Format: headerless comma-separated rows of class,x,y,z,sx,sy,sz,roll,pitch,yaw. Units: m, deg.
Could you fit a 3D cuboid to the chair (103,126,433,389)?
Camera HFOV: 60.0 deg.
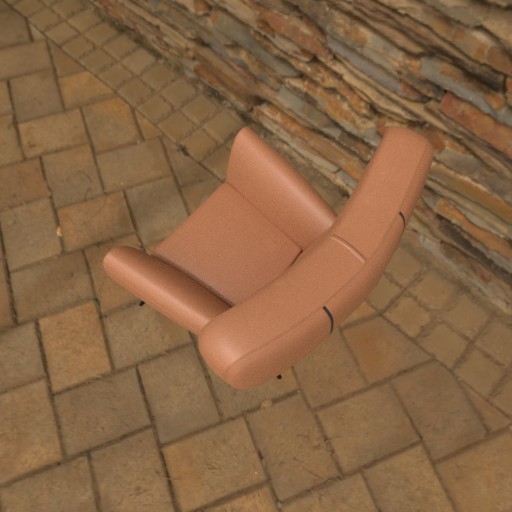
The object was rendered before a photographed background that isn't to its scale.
chair,0.000,0.000,1.770,0.900,1.050,0.980,36,69,16
